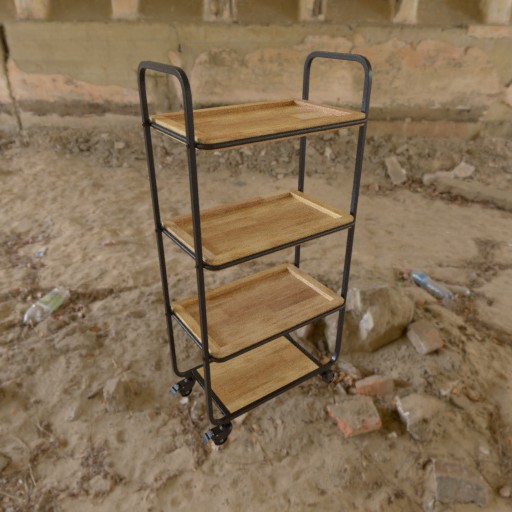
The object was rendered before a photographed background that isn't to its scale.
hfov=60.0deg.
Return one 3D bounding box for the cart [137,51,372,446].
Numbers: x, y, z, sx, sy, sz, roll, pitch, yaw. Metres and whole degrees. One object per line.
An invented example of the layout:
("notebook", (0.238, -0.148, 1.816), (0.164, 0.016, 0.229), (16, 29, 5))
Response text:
("cart", (0.000, 0.000, 1.319), (0.545, 1.080, 0.321), (-18, 34, -30))
